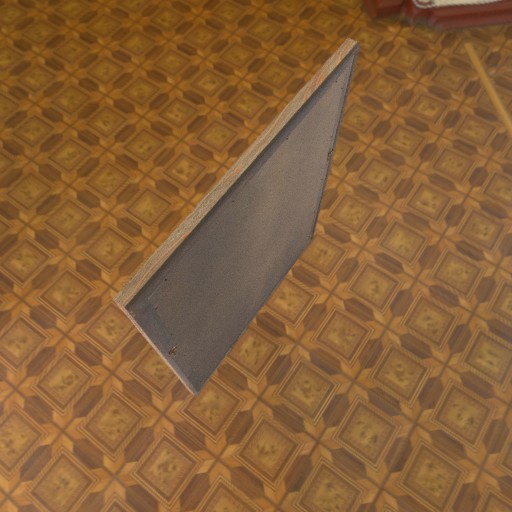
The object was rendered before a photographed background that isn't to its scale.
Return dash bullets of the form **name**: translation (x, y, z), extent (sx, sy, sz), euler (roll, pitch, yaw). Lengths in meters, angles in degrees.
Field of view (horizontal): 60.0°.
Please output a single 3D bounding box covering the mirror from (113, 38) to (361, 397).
- **mirror**: translation (0.000, 0.000, 1.214), extent (0.032, 0.882, 0.730), euler (32, 68, 15)
